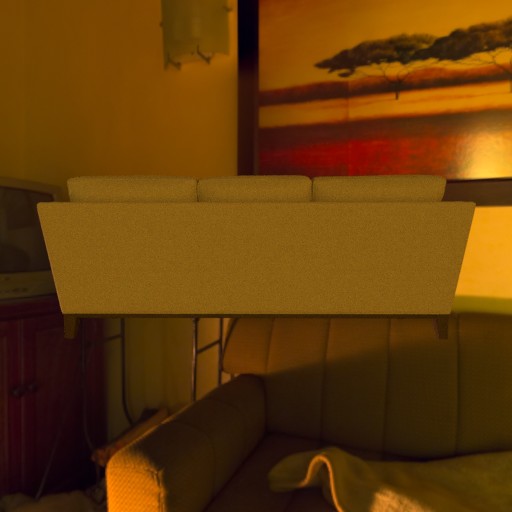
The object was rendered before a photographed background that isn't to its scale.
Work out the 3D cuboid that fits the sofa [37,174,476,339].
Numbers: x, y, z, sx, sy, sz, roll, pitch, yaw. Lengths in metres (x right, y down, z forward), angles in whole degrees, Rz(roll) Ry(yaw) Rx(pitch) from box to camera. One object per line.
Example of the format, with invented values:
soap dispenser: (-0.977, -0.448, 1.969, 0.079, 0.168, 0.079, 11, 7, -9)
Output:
sofa: (0.000, 0.000, 2.880, 2.388, 0.940, 0.965, 0, 0, 1)
